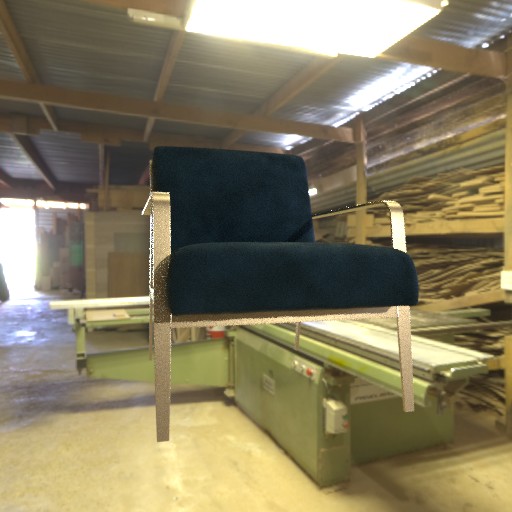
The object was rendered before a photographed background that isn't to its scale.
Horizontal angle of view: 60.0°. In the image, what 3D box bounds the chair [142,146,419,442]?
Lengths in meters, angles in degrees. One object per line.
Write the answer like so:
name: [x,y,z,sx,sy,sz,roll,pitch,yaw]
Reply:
chair: [0.000,0.000,1.436,0.692,0.831,0.859,0,1,-17]
